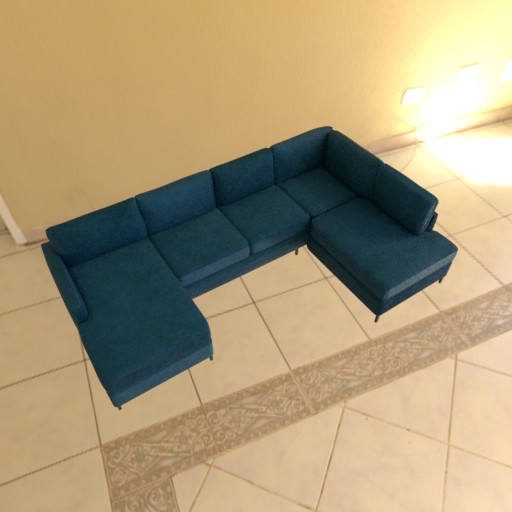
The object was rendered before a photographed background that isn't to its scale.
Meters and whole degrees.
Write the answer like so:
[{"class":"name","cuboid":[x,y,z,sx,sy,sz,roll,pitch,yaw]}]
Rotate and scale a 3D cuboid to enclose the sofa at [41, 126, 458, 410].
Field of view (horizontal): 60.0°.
[{"class":"sofa","cuboid":[0.000,0.000,4.273,3.434,0.992,2.055,-25,51,-22]}]
